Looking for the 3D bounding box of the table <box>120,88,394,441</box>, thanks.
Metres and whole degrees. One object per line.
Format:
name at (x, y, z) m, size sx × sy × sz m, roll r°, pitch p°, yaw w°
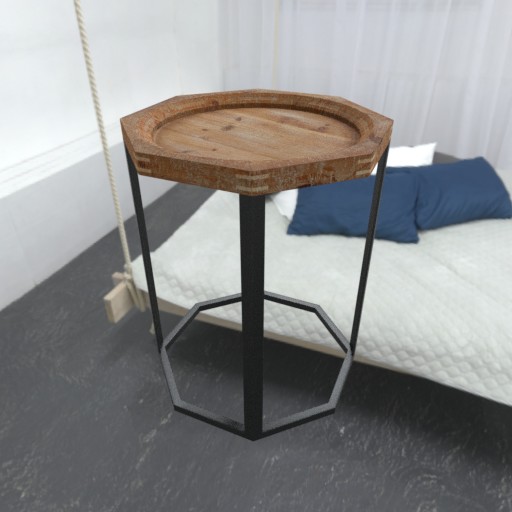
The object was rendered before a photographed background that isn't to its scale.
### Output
table at (0.000, 0.000, 0.887) m, size 0.458 × 0.543 × 0.458 m, roll 1°, pitch 33°, yaw 1°
